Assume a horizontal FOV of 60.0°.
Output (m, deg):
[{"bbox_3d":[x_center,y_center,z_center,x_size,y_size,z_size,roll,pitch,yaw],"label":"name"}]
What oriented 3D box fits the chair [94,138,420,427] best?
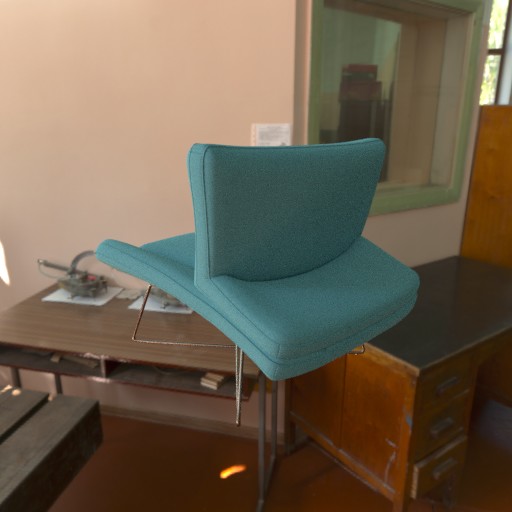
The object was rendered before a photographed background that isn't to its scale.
[{"bbox_3d":[0.000,0.000,1.674,0.859,0.855,1.008,-15,22,-41],"label":"chair"}]
